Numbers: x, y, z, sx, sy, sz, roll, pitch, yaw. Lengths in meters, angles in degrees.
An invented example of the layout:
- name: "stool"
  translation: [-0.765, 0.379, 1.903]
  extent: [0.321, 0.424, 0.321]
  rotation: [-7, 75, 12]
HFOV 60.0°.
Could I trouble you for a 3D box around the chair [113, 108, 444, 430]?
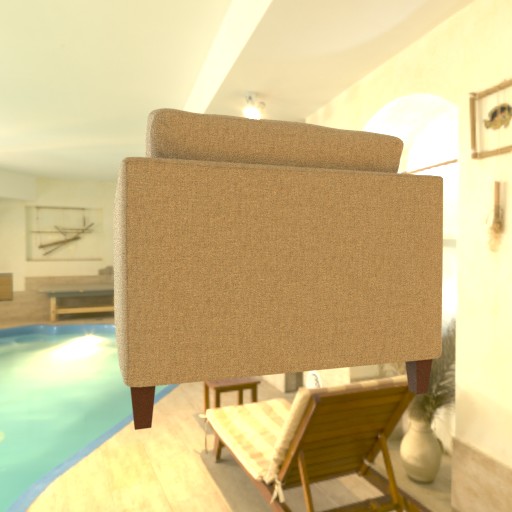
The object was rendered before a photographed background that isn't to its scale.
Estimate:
- name: "chair"
  translation: [0.000, 0.000, 1.817]
  extent: [1.107, 0.961, 0.959]
  rotation: [0, 1, -19]
